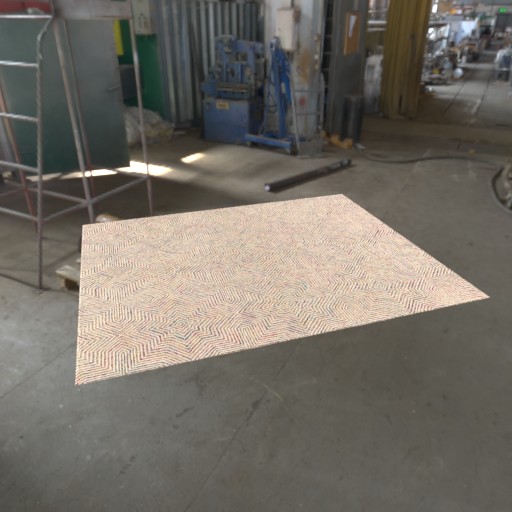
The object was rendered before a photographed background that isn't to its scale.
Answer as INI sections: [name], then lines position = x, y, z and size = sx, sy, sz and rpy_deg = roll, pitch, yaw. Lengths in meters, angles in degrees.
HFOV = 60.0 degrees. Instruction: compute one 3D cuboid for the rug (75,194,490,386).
[rug]
position = 0.000, 0.000, 4.063
size = 3.046, 0.008, 2.442
rpy_deg = -9, 29, -16
